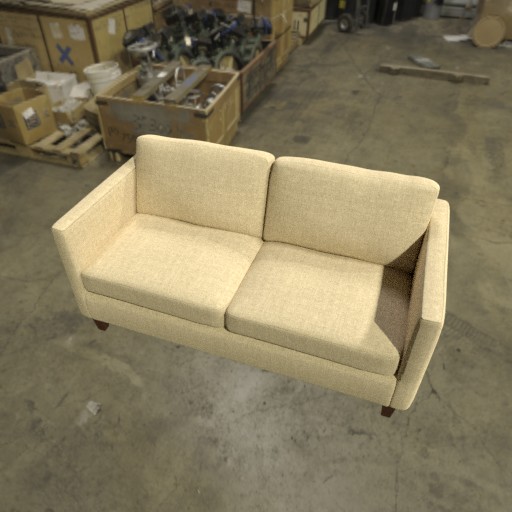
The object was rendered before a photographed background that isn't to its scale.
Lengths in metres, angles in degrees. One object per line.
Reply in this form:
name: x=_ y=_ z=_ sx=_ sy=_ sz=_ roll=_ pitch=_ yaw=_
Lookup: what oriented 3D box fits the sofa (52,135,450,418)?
sofa: x=0.000 y=0.000 z=2.443 sx=1.884 sy=0.963 sz=0.950 roll=13 pitch=42 yaw=15
